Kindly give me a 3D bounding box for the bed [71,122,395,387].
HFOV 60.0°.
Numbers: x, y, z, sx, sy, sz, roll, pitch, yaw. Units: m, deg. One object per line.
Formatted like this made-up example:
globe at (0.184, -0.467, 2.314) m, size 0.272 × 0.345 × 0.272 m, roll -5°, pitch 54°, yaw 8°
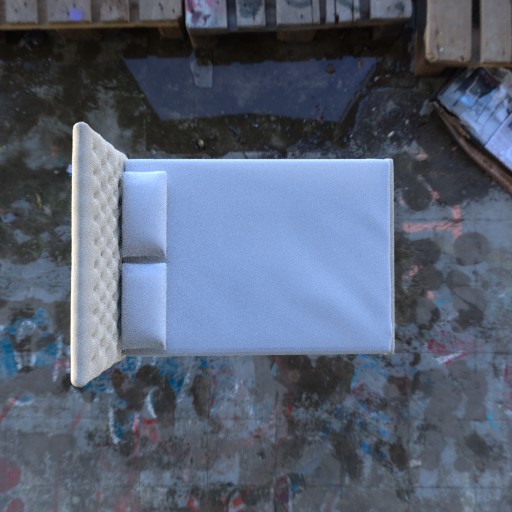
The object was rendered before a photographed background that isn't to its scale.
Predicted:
bed at (0.000, 0.000, 3.518) m, size 2.387 × 1.427 × 1.698 m, roll 0°, pitch 89°, yaw -1°
